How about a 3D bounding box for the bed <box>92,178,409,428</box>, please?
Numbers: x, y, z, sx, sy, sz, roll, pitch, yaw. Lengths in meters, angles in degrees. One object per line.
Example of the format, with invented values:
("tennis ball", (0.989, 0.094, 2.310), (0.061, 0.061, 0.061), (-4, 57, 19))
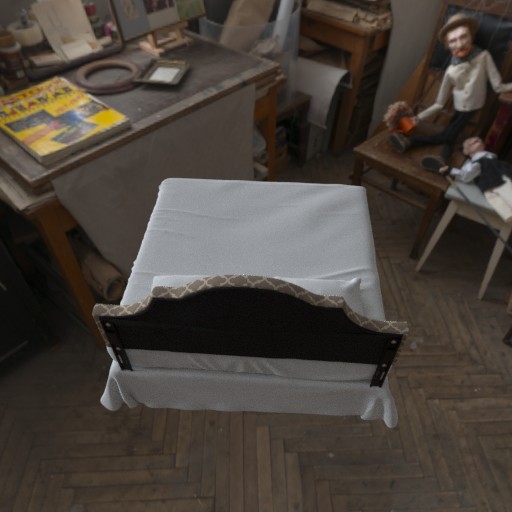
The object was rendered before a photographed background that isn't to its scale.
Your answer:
("bed", (0.000, 0.000, 3.695), (2.314, 1.601, 2.222), (3, 47, 3))
